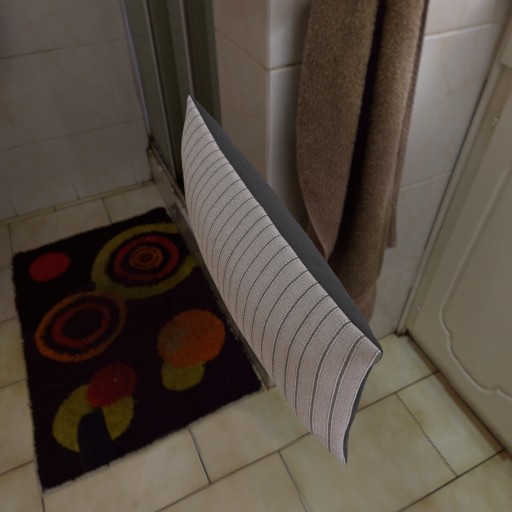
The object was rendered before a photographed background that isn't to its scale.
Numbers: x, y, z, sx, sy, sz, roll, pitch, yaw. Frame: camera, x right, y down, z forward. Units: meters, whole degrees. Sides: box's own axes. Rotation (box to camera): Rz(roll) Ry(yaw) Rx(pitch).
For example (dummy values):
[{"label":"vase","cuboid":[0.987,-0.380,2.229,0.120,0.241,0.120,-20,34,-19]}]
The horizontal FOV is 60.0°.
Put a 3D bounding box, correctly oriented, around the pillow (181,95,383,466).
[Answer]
[{"label":"pillow","cuboid":[0.000,0.000,0.722,0.151,0.305,0.609,-17,48,-16]}]
